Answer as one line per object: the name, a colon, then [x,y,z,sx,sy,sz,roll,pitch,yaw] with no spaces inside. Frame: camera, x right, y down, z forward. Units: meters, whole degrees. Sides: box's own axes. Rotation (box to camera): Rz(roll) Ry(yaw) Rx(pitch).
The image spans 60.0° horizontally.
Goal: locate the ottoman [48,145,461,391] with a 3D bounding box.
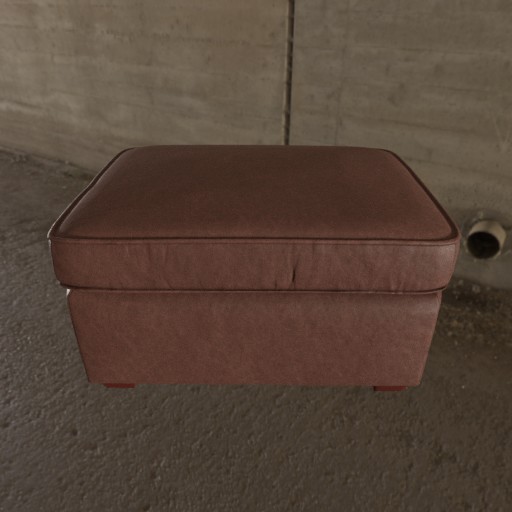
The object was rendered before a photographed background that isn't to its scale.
ottoman: [0.000,0.000,1.069,0.749,0.449,0.548,0,30,1]
